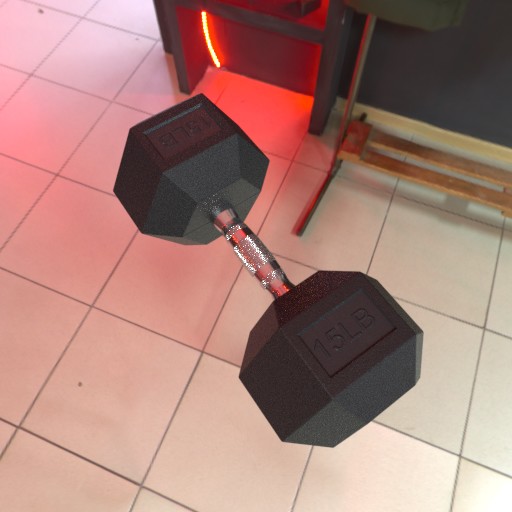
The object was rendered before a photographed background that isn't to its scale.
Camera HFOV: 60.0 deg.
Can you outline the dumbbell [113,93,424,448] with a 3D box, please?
[{"bbox_3d":[0.000,0.000,0.332,0.122,0.106,0.271,-32,68,-15],"label":"dumbbell"}]
